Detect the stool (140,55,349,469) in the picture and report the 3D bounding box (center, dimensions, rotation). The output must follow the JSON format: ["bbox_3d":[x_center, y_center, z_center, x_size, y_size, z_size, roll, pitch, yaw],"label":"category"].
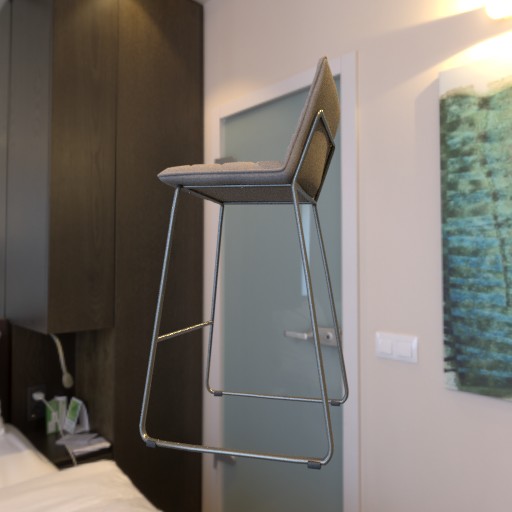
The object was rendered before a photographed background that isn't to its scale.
[{"bbox_3d":[0.000,0.000,1.284,0.490,0.960,0.490,0,-2,16],"label":"stool"}]
